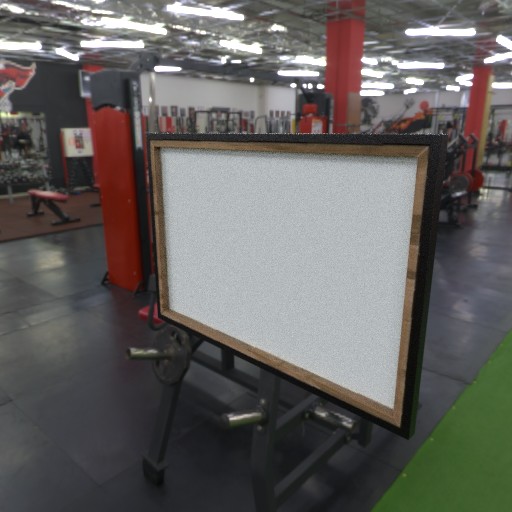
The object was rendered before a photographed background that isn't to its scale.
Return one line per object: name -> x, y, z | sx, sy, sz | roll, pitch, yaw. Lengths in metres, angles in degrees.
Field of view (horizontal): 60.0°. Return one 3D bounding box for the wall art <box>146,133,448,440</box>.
wall art -> 0.000, 0.000, 0.836 | 0.659, 0.446, 0.022 | 15, 21, 42
